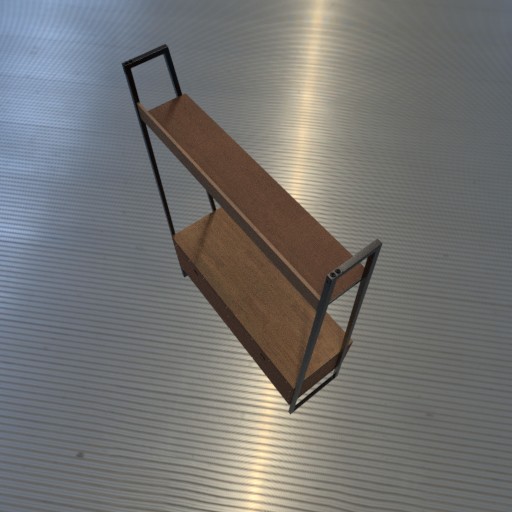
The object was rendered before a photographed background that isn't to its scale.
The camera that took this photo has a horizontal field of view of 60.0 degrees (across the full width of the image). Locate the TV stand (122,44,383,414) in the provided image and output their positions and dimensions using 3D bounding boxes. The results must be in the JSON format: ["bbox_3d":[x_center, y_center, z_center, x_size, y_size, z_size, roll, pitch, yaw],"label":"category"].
[{"bbox_3d":[0.000,0.000,2.344,0.432,1.772,1.250,-33,64,-18],"label":"TV stand"}]
